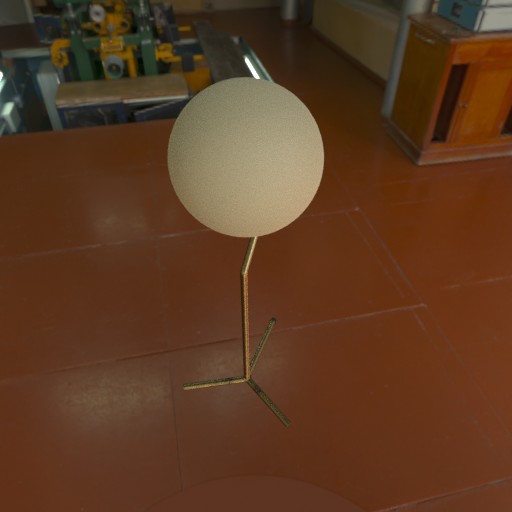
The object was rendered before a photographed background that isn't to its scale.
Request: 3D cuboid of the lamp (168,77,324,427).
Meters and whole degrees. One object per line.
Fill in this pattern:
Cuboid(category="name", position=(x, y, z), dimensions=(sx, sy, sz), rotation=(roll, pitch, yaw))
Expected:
Cuboid(category="lamp", position=(0.000, 0.000, 0.680), dimensions=(0.210, 0.552, 0.251), rotation=(15, 44, 16))
